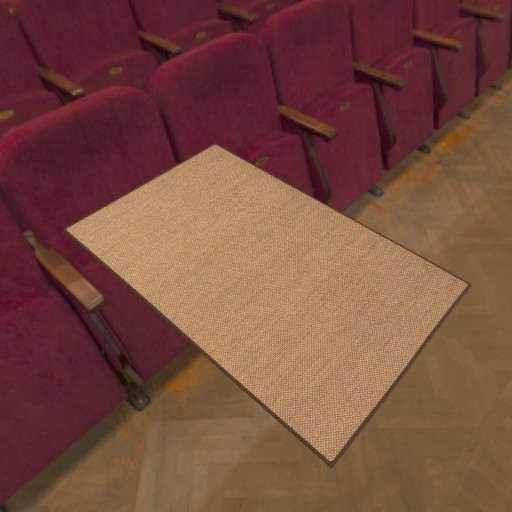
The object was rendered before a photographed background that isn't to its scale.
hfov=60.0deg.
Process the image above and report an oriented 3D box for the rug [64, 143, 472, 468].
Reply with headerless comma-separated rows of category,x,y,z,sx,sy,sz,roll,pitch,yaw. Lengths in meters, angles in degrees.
rug,0.000,0.000,2.115,1.676,0.013,1.067,34,56,28
